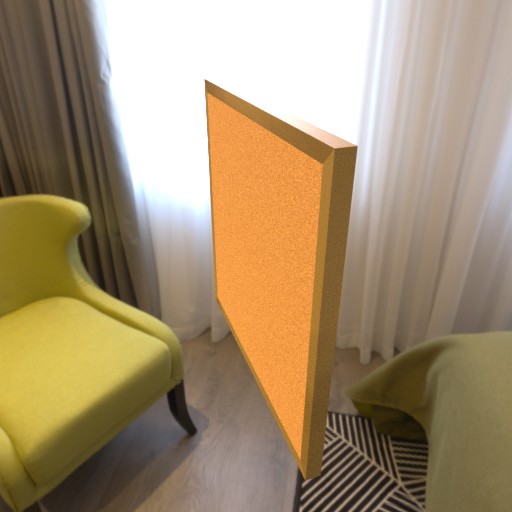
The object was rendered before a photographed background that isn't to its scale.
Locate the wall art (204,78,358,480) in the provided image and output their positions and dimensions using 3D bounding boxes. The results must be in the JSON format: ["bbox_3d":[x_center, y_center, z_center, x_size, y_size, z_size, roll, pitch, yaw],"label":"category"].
[{"bbox_3d":[0.000,0.000,1.139,0.038,0.762,0.762,-10,31,-17],"label":"wall art"}]
